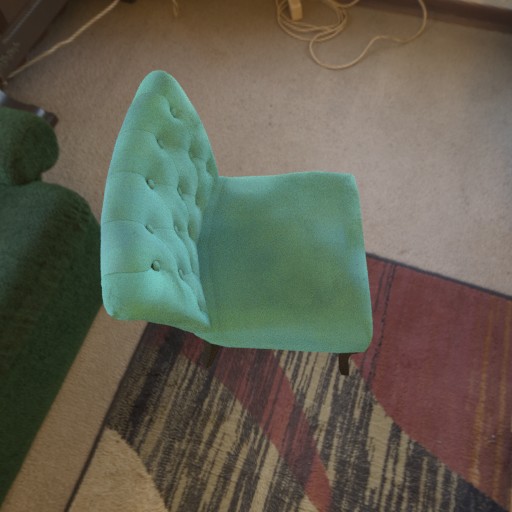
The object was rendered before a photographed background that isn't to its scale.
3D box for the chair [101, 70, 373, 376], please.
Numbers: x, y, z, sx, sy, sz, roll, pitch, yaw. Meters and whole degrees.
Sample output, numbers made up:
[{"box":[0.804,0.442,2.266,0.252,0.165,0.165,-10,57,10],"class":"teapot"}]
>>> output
[{"box":[0.000,0.000,1.196,0.605,0.750,0.582,0,64,0],"class":"chair"}]
